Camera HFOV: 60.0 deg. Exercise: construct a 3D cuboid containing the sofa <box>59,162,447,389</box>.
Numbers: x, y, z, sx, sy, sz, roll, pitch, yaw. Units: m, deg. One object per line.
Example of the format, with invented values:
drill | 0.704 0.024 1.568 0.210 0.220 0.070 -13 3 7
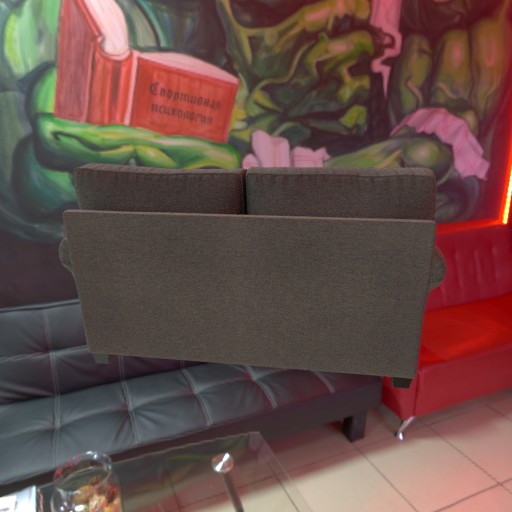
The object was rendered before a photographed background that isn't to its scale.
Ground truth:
sofa | 0.000 0.000 2.305 1.701 0.966 0.966 2 16 9
